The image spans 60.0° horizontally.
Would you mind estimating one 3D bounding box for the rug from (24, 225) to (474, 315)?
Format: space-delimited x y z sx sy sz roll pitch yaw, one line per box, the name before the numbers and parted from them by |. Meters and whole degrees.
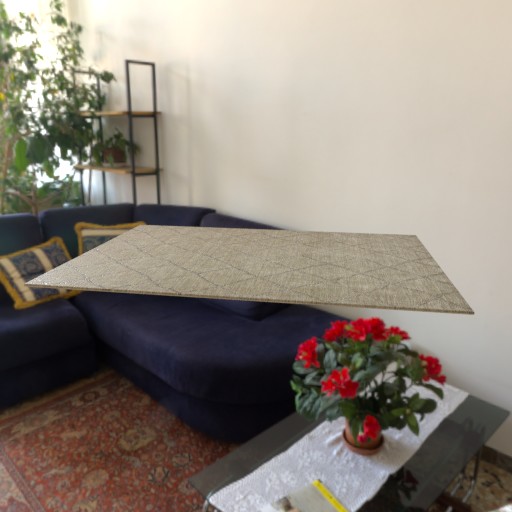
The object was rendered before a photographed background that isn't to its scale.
rug | 0.000 0.000 2.925 2.280 0.015 1.521 3 16 9
